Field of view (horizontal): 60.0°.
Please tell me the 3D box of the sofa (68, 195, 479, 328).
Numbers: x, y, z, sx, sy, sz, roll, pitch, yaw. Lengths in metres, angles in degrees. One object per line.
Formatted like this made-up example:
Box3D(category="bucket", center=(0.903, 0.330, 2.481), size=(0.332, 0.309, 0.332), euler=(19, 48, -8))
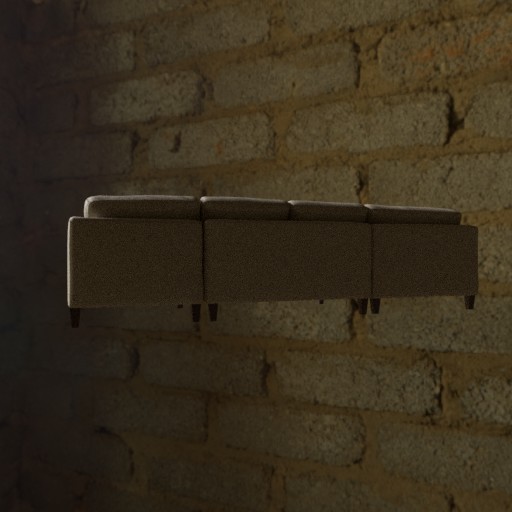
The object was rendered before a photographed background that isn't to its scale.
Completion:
Box3D(category="sofa", center=(0.000, 0.000, 4.683), size=(3.460, 0.959, 2.593), euler=(0, 0, -17))
